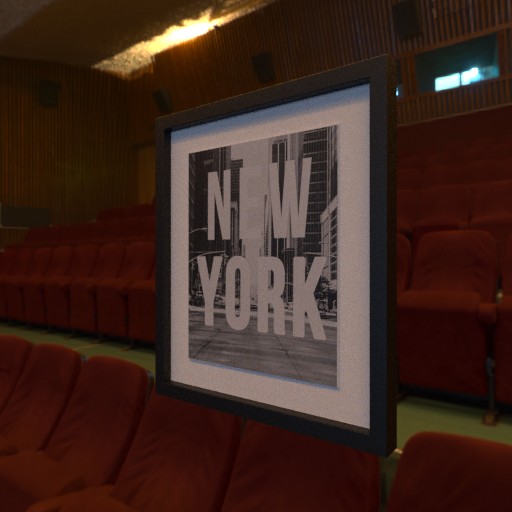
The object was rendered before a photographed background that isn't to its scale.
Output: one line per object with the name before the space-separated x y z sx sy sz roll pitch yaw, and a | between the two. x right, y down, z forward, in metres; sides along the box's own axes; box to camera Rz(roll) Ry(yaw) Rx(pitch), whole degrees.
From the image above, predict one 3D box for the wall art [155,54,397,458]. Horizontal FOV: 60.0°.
wall art | 0.000 0.000 0.526 0.328 0.381 0.028 0 0 37
